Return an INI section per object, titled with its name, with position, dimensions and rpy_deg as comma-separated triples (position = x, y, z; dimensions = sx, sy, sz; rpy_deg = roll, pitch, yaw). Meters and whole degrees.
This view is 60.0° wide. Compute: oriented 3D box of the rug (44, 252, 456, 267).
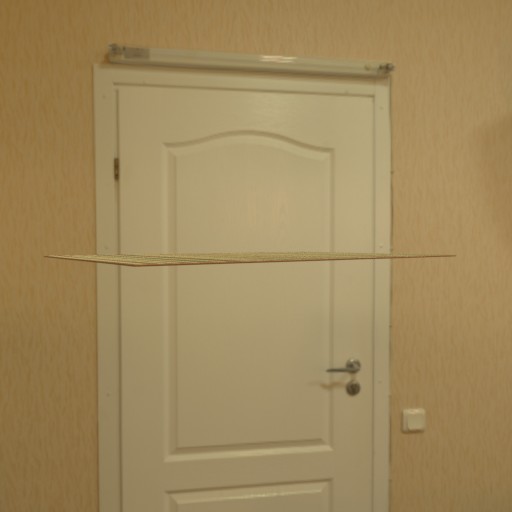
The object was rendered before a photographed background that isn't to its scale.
[rug]
position = 0.000, 0.000, 2.349
dimensions = 1.829, 0.008, 1.219
rpy_deg = -1, 2, -37
